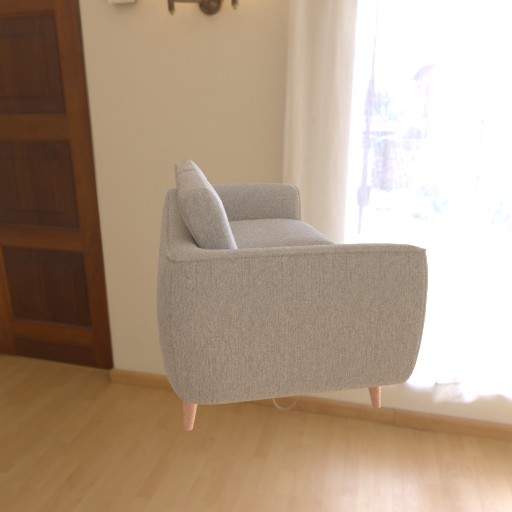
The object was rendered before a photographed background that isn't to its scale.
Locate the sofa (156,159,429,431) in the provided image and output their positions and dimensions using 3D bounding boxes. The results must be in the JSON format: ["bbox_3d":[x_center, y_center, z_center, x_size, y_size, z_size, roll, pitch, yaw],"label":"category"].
[{"bbox_3d":[0.000,0.000,2.179,0.920,0.850,1.700,-3,17,-10],"label":"sofa"}]
